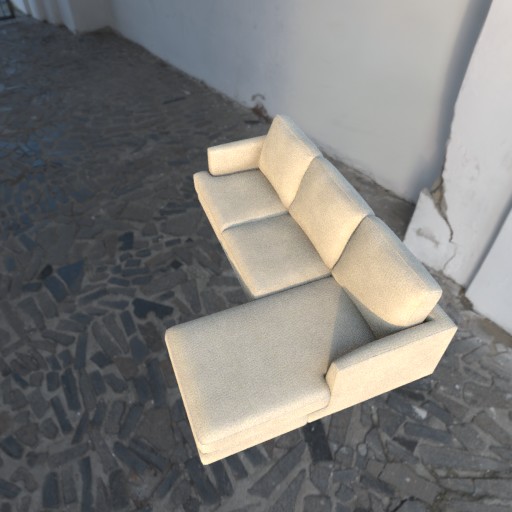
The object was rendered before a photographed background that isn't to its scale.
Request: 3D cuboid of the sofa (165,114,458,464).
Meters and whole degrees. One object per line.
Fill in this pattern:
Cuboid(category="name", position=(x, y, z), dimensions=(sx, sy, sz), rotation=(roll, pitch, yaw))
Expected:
Cuboid(category="sofa", position=(0.000, 0.000, 3.096), dimensions=(1.504, 0.956, 2.233), rotation=(-16, 48, -15))
